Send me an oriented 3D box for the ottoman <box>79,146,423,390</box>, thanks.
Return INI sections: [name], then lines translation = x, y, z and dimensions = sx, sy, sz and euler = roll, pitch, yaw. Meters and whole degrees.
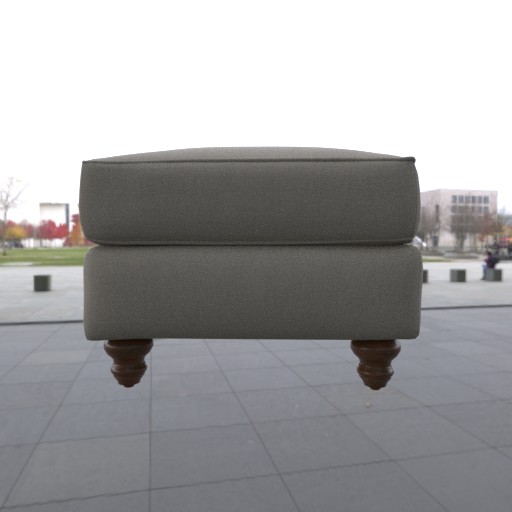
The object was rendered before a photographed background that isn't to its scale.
[ottoman]
translation = 0.000, 0.000, 1.147
dimensions = 0.662, 0.505, 0.716
euler = 0, 2, 2
